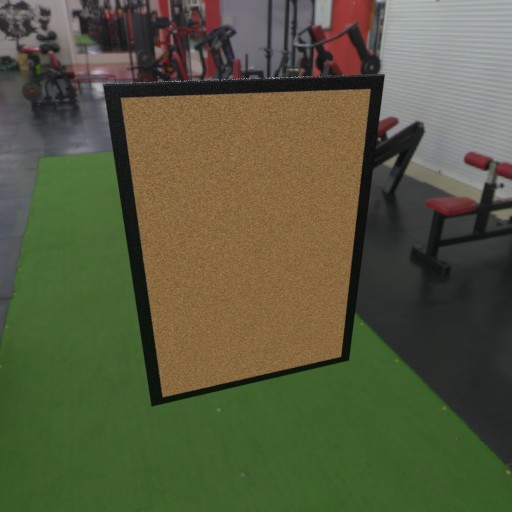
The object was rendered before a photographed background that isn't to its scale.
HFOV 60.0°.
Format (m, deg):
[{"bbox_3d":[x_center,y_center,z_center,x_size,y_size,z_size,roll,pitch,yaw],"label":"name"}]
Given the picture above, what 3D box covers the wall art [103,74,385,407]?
[{"bbox_3d":[0.000,0.000,1.295,0.707,0.967,0.013,-9,29,-16],"label":"wall art"}]
